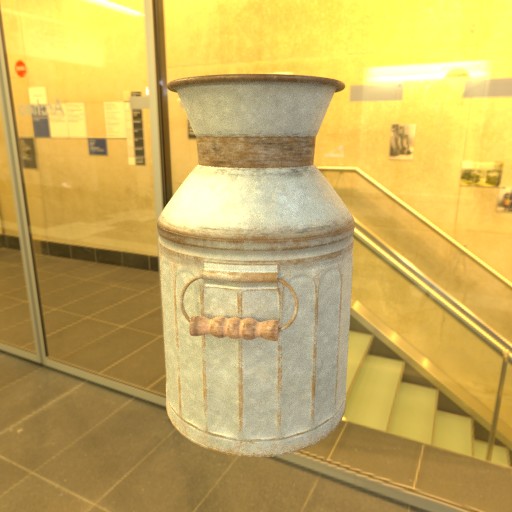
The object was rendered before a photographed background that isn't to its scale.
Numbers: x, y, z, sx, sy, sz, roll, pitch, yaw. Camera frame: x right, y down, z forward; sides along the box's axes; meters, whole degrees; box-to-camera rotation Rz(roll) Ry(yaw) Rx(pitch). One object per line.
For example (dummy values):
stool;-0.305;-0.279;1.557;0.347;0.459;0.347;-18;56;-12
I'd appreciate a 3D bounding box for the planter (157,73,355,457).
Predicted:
planter;0.000;0.000;0.494;0.215;0.358;0.248;2;16;8
